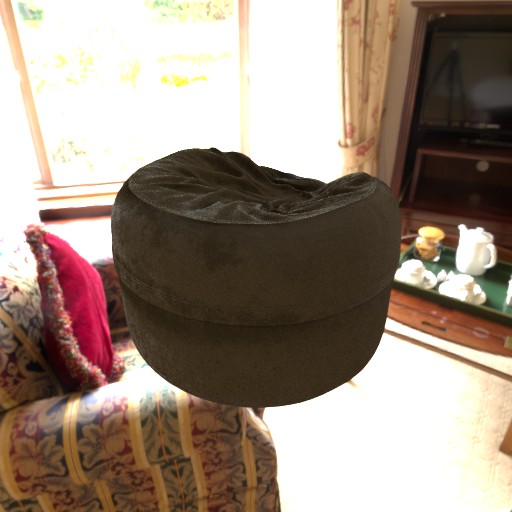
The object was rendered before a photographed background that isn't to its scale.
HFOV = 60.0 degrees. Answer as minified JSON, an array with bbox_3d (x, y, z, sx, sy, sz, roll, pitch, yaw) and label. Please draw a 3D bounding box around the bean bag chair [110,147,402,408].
[{"bbox_3d":[0.000,0.000,1.497,0.918,0.605,0.918,0,29,0],"label":"bean bag chair"}]
